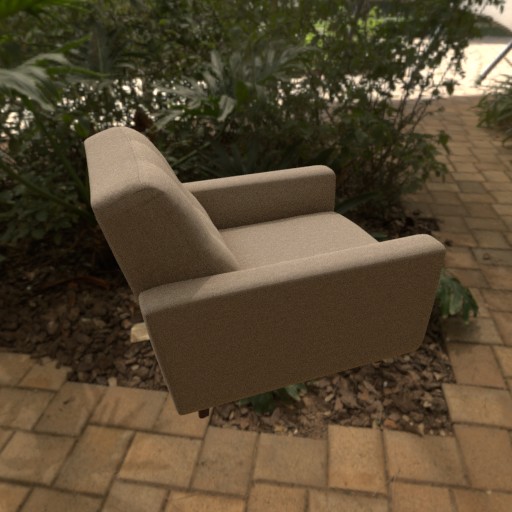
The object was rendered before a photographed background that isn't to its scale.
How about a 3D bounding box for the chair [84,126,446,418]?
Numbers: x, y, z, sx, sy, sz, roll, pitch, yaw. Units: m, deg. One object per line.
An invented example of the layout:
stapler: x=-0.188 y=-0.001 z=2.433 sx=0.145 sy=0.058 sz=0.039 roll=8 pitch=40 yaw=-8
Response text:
chair: x=0.000 y=0.000 z=1.776 sx=1.128 sy=0.965 sz=0.897 roll=-11 pitch=32 yaw=-17
